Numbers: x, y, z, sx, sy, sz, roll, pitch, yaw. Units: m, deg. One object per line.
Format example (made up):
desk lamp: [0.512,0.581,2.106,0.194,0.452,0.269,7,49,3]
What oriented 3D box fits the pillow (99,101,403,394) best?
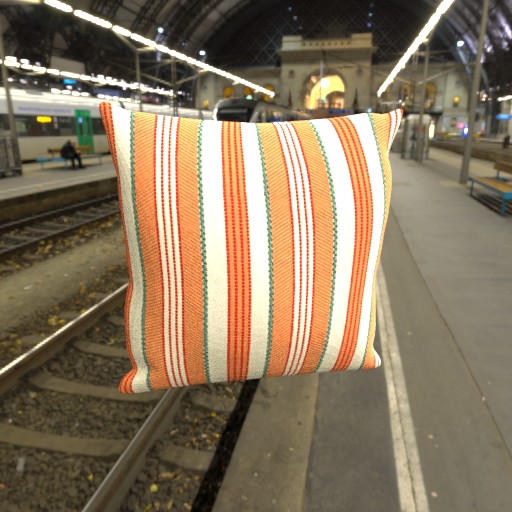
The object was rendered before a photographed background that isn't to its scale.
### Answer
pillow: [0.000,0.000,0.673,0.440,0.441,0.182,-3,16,-9]
